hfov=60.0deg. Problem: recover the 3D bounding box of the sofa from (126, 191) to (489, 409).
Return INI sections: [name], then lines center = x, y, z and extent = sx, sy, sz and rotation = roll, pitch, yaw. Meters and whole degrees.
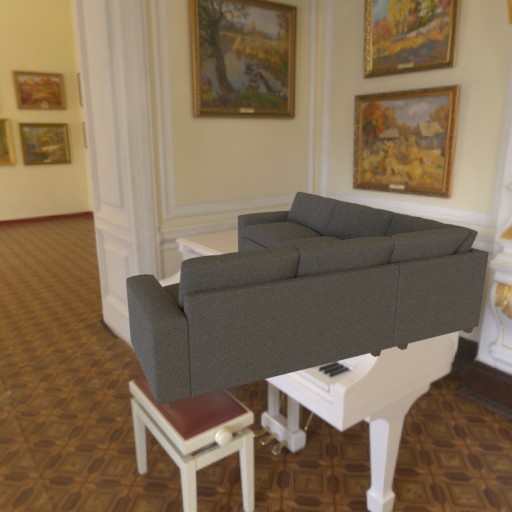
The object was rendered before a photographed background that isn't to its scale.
[sofa]
center = 0.000, 0.000, 4.720
extent = 2.895, 0.965, 3.277
rotation = -7, 17, -24
